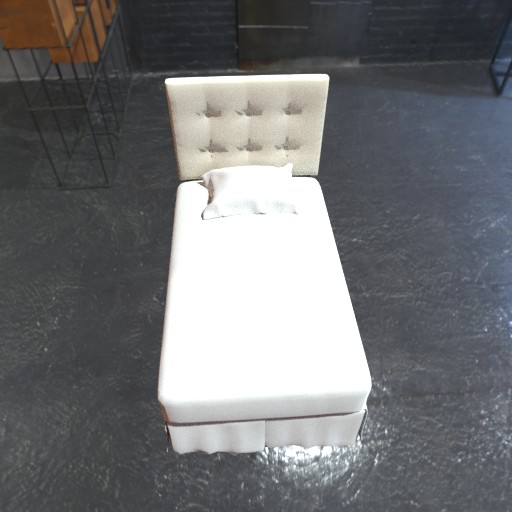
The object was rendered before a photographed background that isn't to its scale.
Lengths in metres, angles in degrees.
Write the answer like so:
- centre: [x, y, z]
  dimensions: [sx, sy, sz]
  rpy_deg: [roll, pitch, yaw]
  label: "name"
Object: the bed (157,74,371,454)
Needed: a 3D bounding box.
- centre: [0.000, 0.000, 2.957]
  dimensions: [1.261, 1.571, 1.997]
  rpy_deg: [-3, 46, -2]
  label: "bed"
